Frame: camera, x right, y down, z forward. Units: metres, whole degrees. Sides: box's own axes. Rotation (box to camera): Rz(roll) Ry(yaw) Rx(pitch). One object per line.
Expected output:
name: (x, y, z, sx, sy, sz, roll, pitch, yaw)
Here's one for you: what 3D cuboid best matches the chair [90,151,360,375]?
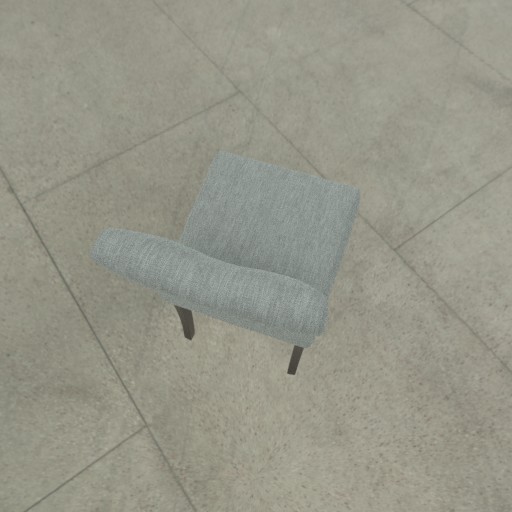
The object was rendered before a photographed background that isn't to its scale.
chair: (0.000, 0.000, 1.272, 0.487, 0.884, 0.629, 17, 65, 8)
